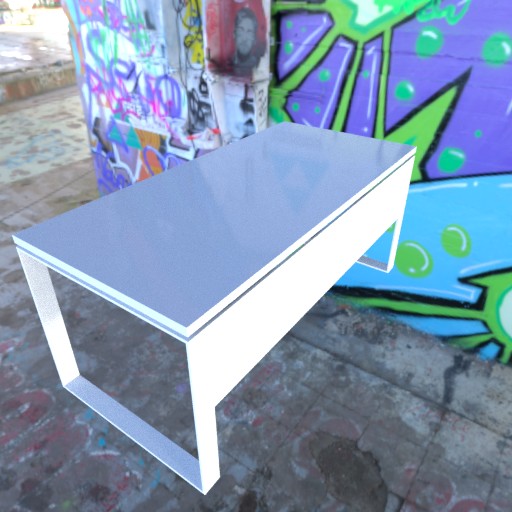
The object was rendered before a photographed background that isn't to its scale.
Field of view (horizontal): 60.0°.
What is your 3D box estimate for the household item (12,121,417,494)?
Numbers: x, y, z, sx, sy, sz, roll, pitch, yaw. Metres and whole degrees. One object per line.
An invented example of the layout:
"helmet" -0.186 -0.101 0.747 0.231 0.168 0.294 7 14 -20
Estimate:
"household item" 0.000 0.000 2.075 0.800 0.745 1.700 21 38 30
